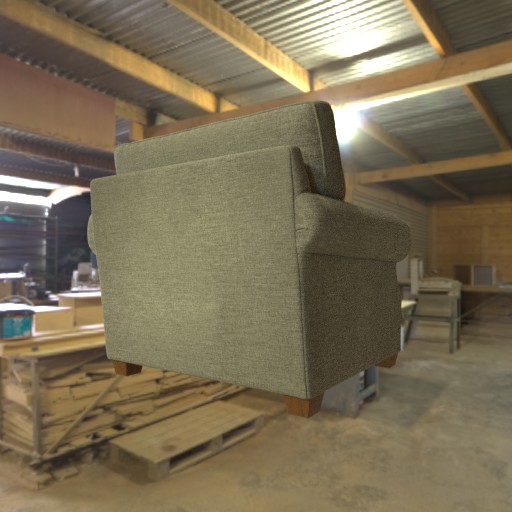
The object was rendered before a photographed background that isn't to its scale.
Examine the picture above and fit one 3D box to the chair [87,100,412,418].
[{"bbox_3d":[0.000,0.000,1.850,1.092,0.961,0.965,0,-1,35],"label":"chair"}]
